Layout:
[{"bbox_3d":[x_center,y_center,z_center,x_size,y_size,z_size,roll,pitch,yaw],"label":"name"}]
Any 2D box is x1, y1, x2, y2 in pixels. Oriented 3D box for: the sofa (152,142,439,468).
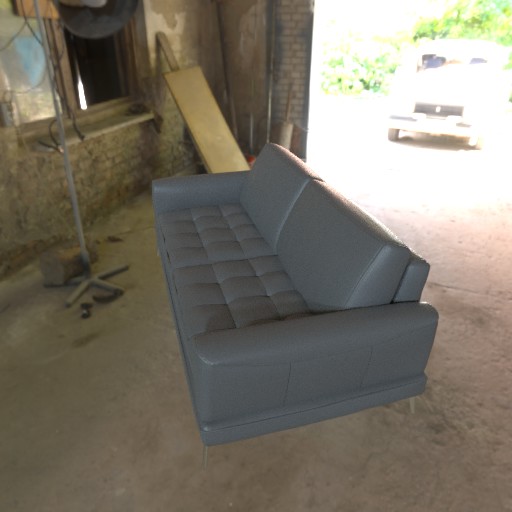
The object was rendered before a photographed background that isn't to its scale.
[{"bbox_3d":[0.000,0.000,2.718,1.121,0.930,2.177,-8,30,-14],"label":"sofa"}]
